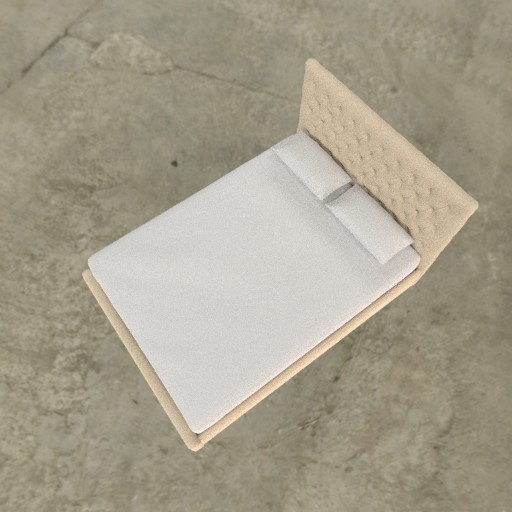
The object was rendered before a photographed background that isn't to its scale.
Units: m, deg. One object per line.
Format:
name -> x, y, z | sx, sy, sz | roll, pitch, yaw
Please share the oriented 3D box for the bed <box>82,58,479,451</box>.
bed -> 0.000, 0.000, 3.449 | 2.387, 1.427, 1.698 | -34, 68, -15
